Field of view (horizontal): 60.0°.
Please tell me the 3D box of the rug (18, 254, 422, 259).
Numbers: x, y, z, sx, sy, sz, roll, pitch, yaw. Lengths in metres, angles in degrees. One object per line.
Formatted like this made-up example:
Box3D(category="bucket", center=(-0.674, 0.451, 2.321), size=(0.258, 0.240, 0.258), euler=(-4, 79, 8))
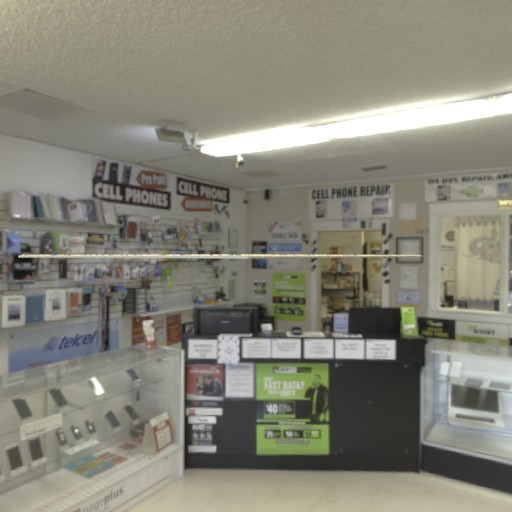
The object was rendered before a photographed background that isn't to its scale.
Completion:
Box3D(category="rug", center=(0.000, 0.000, 3.456), size=(1.819, 0.018, 2.746), euler=(0, 0, 35))
